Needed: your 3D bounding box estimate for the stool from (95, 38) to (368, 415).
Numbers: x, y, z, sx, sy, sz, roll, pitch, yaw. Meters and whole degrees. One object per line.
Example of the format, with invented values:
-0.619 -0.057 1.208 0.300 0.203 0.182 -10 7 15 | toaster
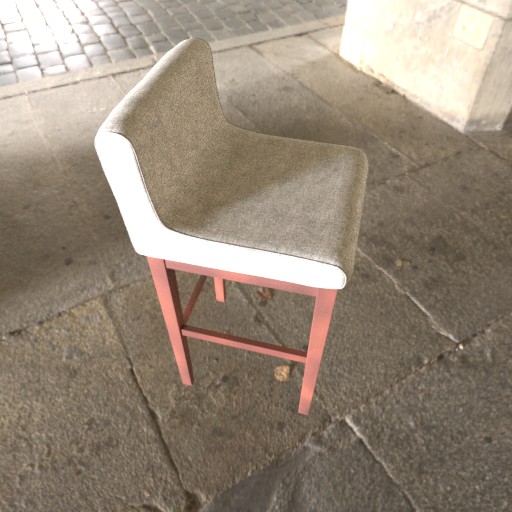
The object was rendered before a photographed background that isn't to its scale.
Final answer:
0.000 0.000 1.208 0.499 0.965 0.426 11 48 10 | stool
